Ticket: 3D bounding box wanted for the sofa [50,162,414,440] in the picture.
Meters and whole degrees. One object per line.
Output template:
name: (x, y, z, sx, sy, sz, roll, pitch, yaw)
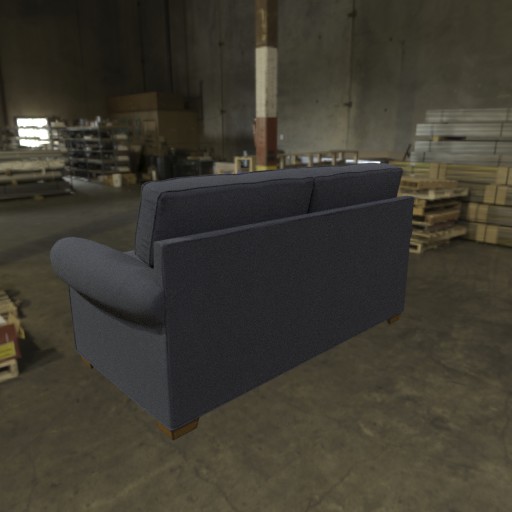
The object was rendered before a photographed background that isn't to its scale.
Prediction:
sofa: (0.000, 0.000, 2.537, 2.009, 1.031, 0.951, -14, 21, -41)
